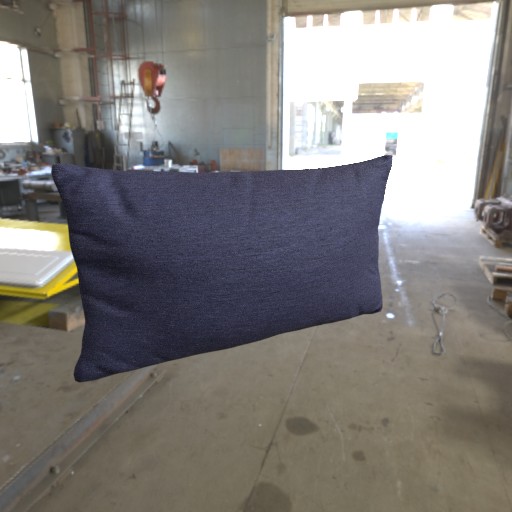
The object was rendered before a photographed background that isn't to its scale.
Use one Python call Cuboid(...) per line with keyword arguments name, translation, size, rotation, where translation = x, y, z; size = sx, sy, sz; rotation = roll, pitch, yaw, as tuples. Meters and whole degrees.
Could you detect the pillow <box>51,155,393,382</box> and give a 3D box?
Cuboid(name="pillow", translation=(0.000, 0.000, 0.785), size=(0.633, 0.338, 0.210), rotation=(-8, 17, -27))
